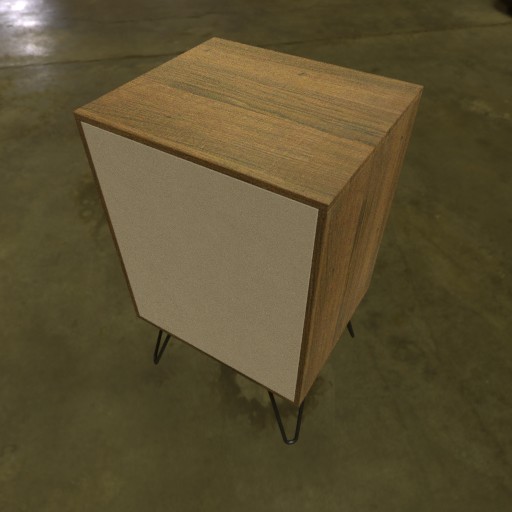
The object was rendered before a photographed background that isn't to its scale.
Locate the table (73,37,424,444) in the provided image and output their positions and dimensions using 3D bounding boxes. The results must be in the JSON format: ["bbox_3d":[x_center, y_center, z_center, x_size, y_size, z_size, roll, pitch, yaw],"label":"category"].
[{"bbox_3d":[0.000,0.000,1.164,0.526,0.866,0.457,24,50,22],"label":"table"}]
